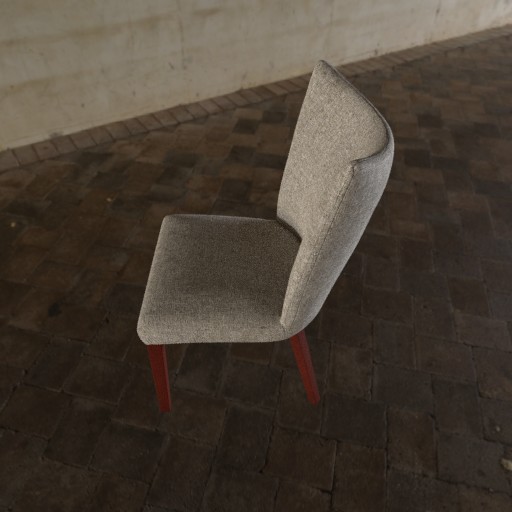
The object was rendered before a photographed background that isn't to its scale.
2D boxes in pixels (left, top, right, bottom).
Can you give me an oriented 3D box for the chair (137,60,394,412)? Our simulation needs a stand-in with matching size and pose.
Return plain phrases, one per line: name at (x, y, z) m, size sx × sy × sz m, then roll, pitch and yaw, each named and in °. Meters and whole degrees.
chair at (0.000, 0.000, 1.283) m, size 0.623 × 0.924 × 0.535 m, roll 0°, pitch 42°, yaw 0°
